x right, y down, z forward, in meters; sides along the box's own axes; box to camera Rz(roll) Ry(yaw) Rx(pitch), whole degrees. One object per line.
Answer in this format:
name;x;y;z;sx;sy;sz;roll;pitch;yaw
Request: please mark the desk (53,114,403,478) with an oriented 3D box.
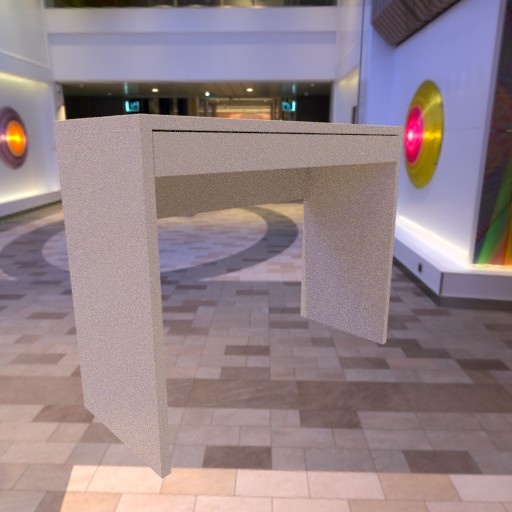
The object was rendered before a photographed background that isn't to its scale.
desk;0.000;0.000;1.387;1.000;0.790;0.400;-14;20;-43
